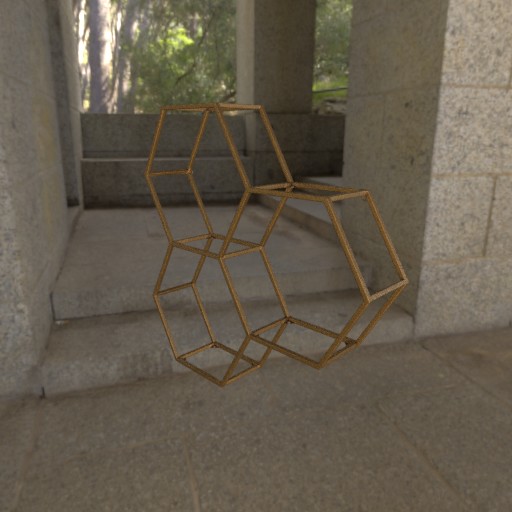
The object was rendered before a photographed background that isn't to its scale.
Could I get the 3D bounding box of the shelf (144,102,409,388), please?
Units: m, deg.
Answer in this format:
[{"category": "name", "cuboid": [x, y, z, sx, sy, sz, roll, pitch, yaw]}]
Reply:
[{"category": "shelf", "cuboid": [0.000, 0.000, 1.071, 0.708, 0.701, 0.150, 15, 22, 42]}]
